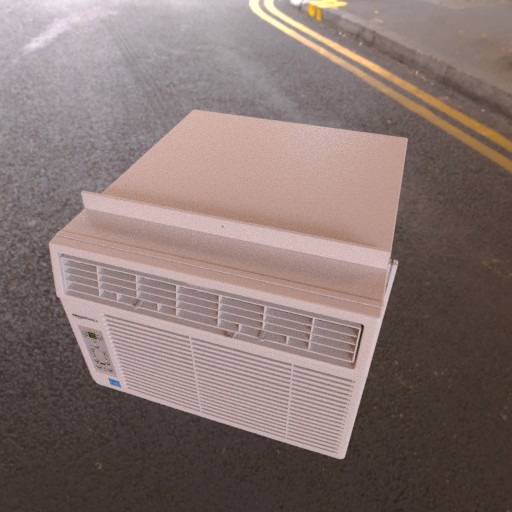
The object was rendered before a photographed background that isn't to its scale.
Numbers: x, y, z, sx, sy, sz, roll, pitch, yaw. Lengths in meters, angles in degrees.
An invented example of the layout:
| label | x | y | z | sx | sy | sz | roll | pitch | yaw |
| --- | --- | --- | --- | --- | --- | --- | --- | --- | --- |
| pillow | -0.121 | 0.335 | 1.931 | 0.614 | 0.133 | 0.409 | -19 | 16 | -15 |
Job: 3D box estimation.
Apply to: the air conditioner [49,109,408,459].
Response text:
| label | x | y | z | sx | sy | sz | roll | pitch | yaw |
| --- | --- | --- | --- | --- | --- | --- | --- | --- | --- |
| air conditioner | 0.000 | 0.000 | 0.879 | 0.503 | 0.388 | 0.546 | 12 | 42 | 14 |
